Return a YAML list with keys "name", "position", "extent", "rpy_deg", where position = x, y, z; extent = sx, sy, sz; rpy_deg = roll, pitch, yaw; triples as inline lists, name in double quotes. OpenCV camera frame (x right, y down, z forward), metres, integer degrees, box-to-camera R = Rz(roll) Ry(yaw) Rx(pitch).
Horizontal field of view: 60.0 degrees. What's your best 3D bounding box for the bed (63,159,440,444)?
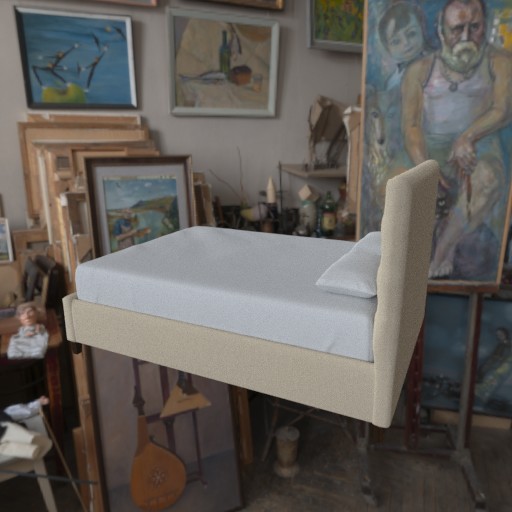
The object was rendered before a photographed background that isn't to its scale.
- name: "bed"
  position: [0.000, 0.000, 3.413]
  extent: [2.387, 1.427, 1.698]
  rpy_deg: [7, 17, 25]
